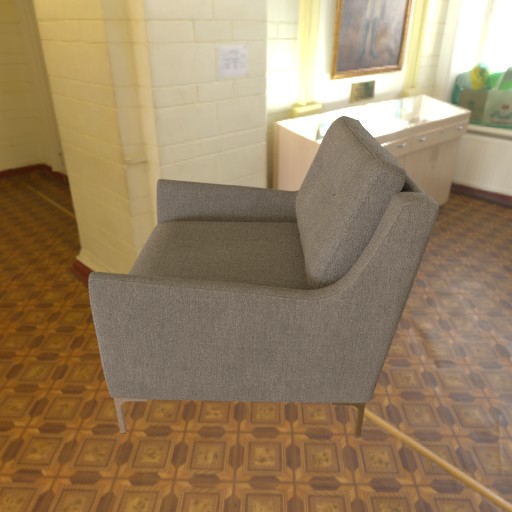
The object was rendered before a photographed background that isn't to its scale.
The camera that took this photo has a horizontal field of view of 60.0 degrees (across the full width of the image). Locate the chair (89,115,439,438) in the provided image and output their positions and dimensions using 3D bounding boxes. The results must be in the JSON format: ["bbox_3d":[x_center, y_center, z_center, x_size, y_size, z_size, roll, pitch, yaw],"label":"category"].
[{"bbox_3d":[0.000,0.000,1.513,0.849,0.828,0.847,1,27,1],"label":"chair"}]
